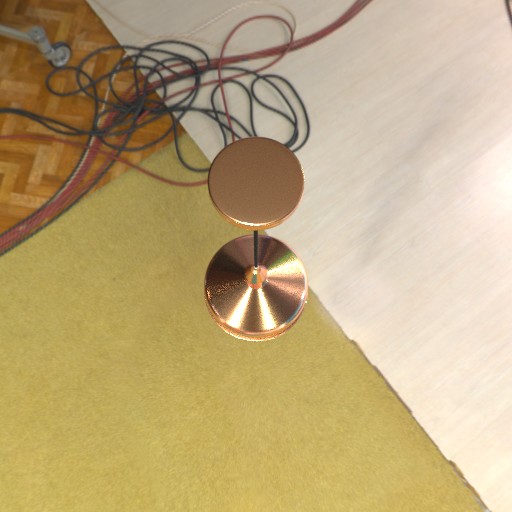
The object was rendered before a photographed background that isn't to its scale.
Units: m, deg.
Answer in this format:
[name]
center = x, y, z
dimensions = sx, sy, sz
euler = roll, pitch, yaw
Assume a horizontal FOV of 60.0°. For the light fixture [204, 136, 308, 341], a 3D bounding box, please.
[light fixture]
center = 0.000, 0.000, 0.925
dimensions = 0.301, 0.754, 0.301
euler = 15, 76, 4
